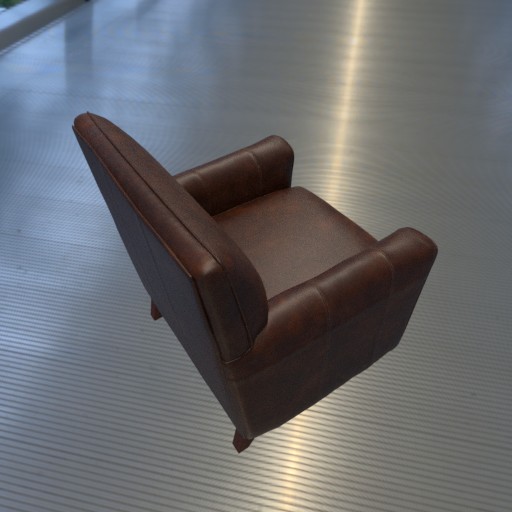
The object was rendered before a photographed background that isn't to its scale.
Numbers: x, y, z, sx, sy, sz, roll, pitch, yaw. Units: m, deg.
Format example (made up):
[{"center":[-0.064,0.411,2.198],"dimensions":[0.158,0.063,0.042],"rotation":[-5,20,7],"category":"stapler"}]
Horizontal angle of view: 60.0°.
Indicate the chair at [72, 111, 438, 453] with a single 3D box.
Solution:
[{"center":[0.000,0.000,1.553],"dimensions":[0.823,0.943,0.870],"rotation":[-24,48,-24],"category":"chair"}]
